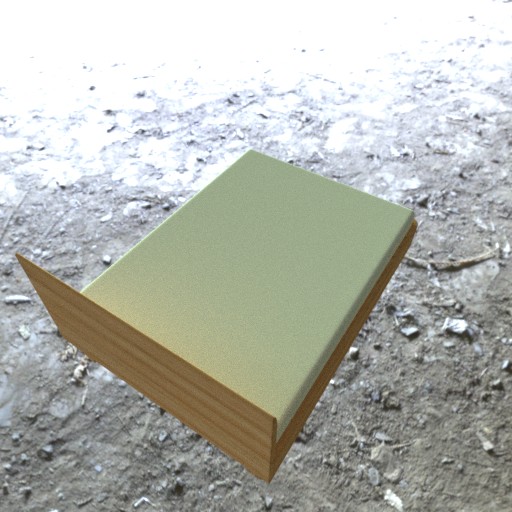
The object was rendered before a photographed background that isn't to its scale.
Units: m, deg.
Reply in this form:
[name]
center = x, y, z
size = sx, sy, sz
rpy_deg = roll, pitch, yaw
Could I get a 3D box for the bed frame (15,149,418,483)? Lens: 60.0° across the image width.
[bed frame]
center = 0.000, 0.000, 2.765
size = 1.472, 0.940, 1.992
rpy_deg = 26, 52, 22
